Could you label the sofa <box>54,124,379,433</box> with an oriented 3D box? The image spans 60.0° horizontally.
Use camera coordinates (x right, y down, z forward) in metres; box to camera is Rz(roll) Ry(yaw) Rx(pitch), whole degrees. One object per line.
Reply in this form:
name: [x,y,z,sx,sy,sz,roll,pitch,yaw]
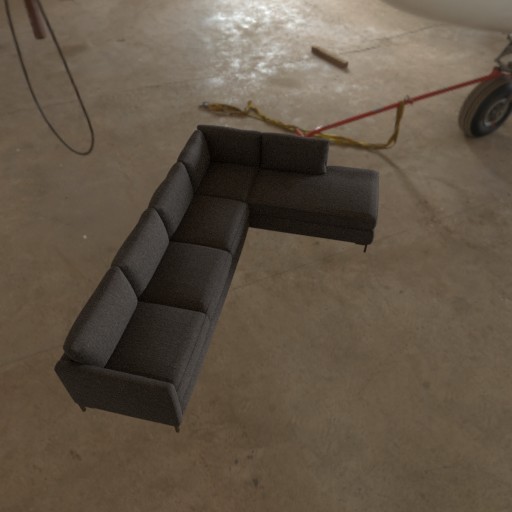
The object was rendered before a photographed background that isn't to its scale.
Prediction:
sofa: [0.000,0.000,3.779,2.007,0.815,2.949,9,47,9]
